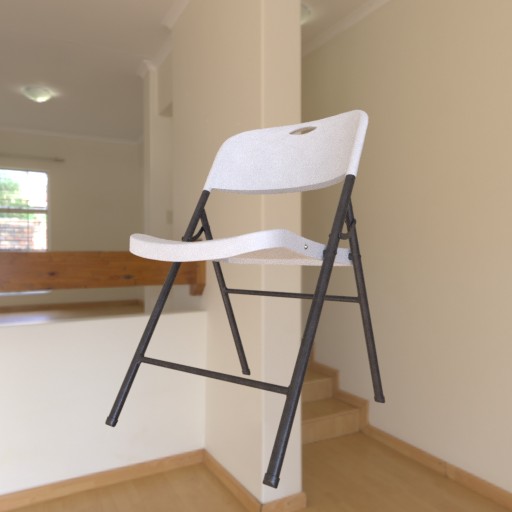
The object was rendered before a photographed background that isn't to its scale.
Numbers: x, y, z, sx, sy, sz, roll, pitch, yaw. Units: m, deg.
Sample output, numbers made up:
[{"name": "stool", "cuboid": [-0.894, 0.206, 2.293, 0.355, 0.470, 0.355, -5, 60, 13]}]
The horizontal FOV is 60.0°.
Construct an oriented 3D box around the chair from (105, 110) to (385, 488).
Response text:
[{"name": "chair", "cuboid": [0.000, 0.000, 1.140, 0.494, 0.810, 0.566, 1, 1, 36]}]
